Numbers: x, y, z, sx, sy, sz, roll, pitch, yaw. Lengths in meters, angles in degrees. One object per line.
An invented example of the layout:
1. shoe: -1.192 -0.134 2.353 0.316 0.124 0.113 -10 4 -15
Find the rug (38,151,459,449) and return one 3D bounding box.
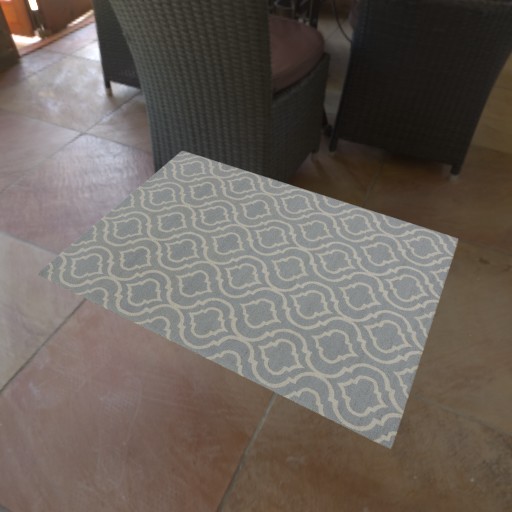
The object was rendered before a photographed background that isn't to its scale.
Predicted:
1. rug: 0.000 0.000 2.649 2.080 0.010 1.451 21 50 19
